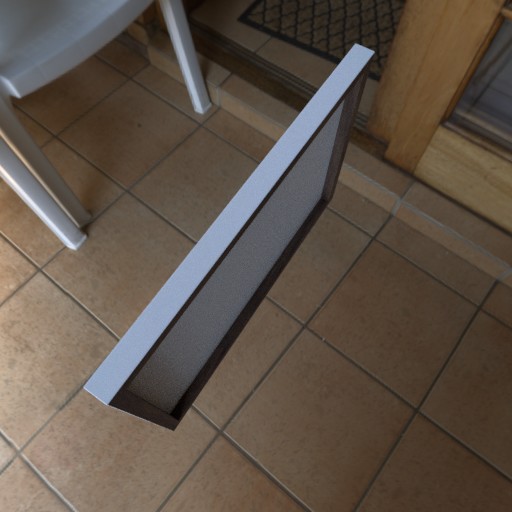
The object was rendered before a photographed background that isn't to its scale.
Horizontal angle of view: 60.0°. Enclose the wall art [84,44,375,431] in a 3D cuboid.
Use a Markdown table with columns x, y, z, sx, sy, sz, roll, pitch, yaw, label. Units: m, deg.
| x | y | z | sx | sy | sz | roll | pitch | yaw | label |
| --- | --- | --- | --- | --- | --- | --- | --- | --- | --- |
| 0.000 | 0.000 | 1.125 | 0.050 | 0.610 | 0.914 | 31 | 69 | 13 | wall art |
